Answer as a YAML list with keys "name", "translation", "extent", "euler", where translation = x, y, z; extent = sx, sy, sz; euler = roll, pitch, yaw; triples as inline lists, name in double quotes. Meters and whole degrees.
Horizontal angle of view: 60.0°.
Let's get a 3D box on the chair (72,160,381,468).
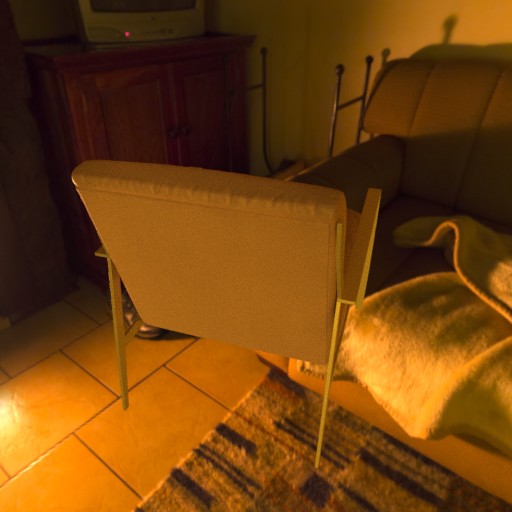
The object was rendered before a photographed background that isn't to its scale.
- name: "chair"
  translation: [0.000, 0.000, 1.443]
  extent: [0.701, 0.823, 0.848]
  euler: [10, 32, 16]
